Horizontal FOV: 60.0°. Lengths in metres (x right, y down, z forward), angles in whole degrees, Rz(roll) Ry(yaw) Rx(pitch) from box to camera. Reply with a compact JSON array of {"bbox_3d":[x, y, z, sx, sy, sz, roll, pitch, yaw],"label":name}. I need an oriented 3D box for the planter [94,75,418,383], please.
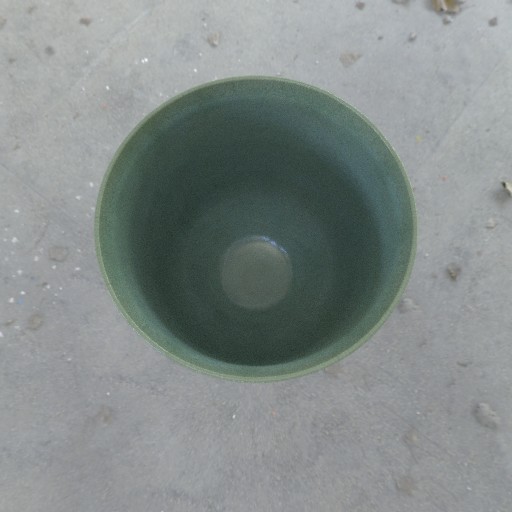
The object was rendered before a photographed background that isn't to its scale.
[{"bbox_3d":[0.000,0.000,0.493,0.266,0.270,0.266,0,75,0],"label":"planter"}]
